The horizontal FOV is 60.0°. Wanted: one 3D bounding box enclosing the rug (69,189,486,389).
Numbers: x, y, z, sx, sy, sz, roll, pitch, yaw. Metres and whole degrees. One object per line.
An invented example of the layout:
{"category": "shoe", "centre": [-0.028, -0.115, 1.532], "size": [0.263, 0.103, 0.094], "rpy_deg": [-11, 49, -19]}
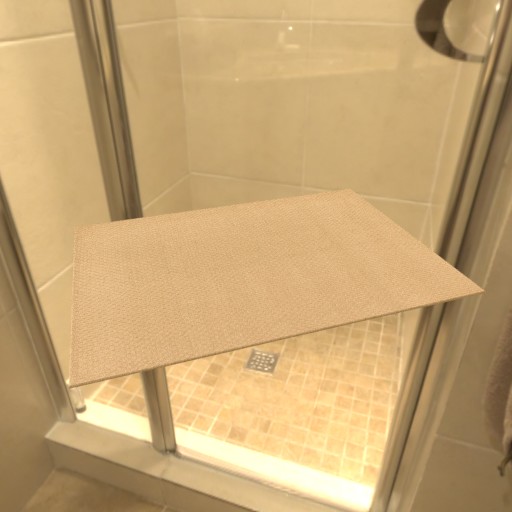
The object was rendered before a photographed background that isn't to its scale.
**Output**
{"category": "rug", "centre": [0.000, 0.000, 2.746], "size": [2.144, 0.013, 1.509], "rpy_deg": [-10, 33, -16]}
